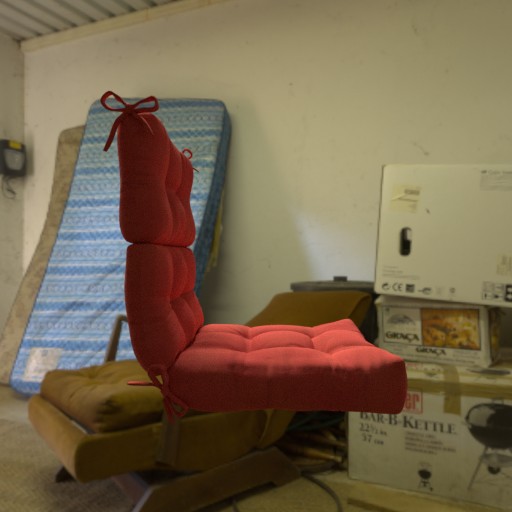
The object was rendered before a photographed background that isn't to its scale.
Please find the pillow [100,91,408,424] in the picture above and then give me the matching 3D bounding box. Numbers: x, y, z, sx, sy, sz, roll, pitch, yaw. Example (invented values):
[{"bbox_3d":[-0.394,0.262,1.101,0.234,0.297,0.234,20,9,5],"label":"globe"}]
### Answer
[{"bbox_3d":[0.000,0.000,1.035,0.571,0.605,0.519,0,0,0],"label":"pillow"}]
